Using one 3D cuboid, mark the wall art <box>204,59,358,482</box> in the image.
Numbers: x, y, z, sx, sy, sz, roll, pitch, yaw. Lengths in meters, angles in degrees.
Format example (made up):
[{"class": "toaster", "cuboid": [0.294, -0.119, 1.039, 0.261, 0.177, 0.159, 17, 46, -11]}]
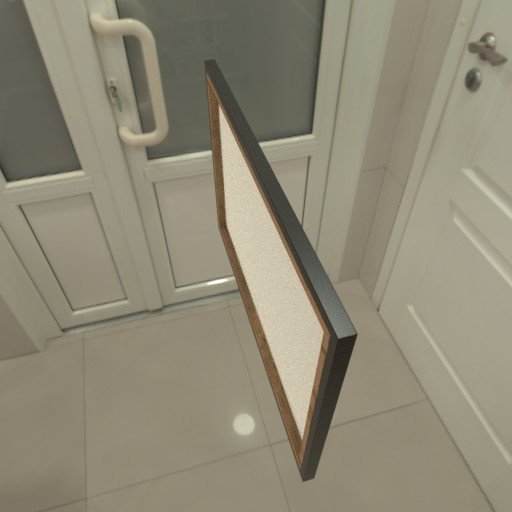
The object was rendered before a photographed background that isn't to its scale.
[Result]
[{"class": "wall art", "cuboid": [0.000, 0.000, 0.812, 0.022, 0.446, 0.659, -12, 48, -11]}]
